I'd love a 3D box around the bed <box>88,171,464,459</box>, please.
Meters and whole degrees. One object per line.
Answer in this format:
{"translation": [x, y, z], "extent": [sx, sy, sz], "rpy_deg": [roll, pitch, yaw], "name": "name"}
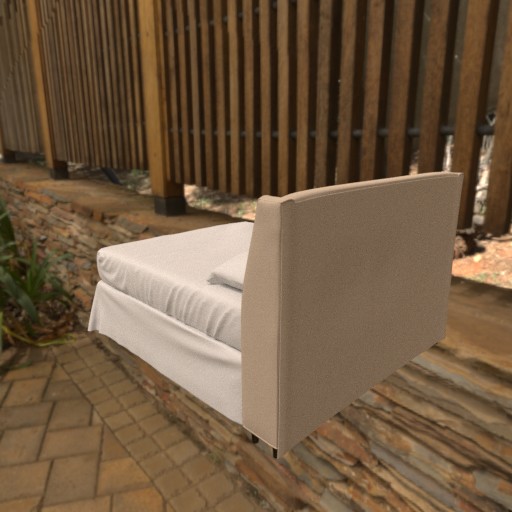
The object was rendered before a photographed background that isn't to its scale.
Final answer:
{"translation": [0.000, 0.000, 3.416], "extent": [1.925, 1.332, 2.276], "rpy_deg": [-15, 21, -42], "name": "bed"}
